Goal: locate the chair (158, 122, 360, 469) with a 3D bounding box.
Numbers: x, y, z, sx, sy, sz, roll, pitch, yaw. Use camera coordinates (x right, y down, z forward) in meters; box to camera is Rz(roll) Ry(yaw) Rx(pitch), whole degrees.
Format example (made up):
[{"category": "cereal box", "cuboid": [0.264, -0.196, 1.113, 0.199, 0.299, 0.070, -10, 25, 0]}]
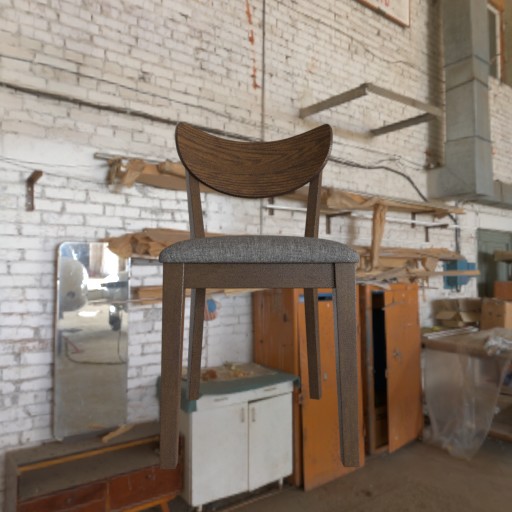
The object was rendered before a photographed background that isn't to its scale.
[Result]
[{"category": "chair", "cuboid": [0.000, 0.000, 1.169, 0.491, 0.849, 0.583, 0, -2, -2]}]
